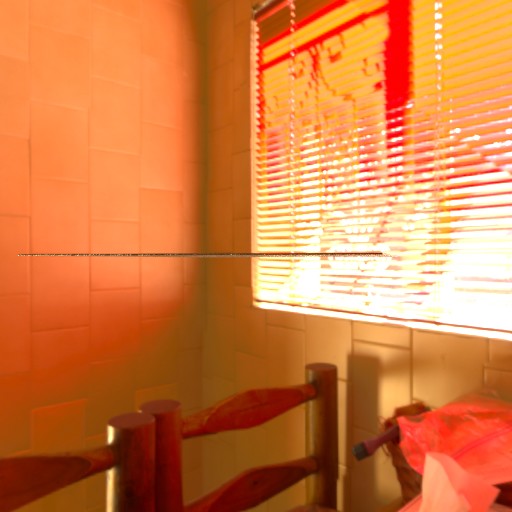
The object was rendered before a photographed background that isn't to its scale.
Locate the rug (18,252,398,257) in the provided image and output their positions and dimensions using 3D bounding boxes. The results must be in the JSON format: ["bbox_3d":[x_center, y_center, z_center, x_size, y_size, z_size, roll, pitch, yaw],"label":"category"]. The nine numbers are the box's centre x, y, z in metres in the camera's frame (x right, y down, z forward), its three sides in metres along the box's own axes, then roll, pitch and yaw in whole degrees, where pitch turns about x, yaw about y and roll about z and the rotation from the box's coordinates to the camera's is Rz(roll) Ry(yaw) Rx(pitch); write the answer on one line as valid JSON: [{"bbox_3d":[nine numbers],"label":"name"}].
[{"bbox_3d":[0.000,0.000,4.102,2.434,0.013,3.057,0,0,19],"label":"rug"}]
